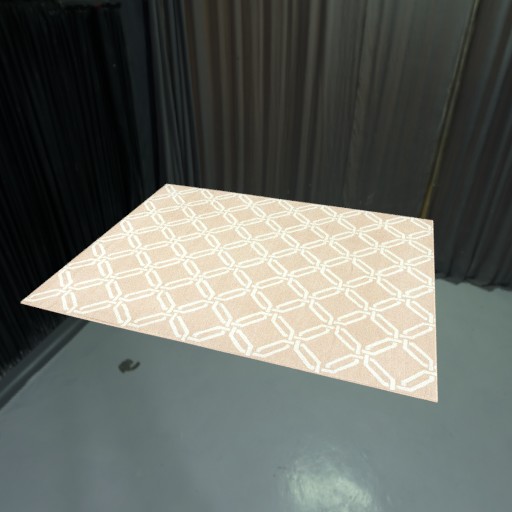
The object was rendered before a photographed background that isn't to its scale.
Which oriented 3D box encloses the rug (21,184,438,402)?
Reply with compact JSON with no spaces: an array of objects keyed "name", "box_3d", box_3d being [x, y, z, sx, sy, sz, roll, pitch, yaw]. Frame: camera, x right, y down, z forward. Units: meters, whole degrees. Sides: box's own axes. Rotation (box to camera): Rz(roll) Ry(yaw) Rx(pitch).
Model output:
[{"name":"rug","box_3d":[0.000,0.000,3.791,2.895,0.018,2.288,10,34,15]}]
